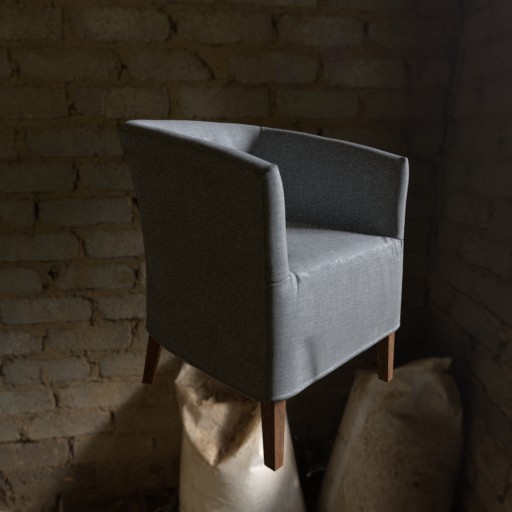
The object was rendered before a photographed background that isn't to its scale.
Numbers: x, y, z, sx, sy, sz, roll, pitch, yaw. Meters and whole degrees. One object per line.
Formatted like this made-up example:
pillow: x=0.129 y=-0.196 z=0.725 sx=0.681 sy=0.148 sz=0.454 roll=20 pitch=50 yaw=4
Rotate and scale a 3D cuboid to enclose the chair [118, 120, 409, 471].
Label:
chair: x=0.000 y=0.000 z=1.287 sx=0.668 sy=0.771 sz=0.600 roll=13 pitch=20 yaw=42
